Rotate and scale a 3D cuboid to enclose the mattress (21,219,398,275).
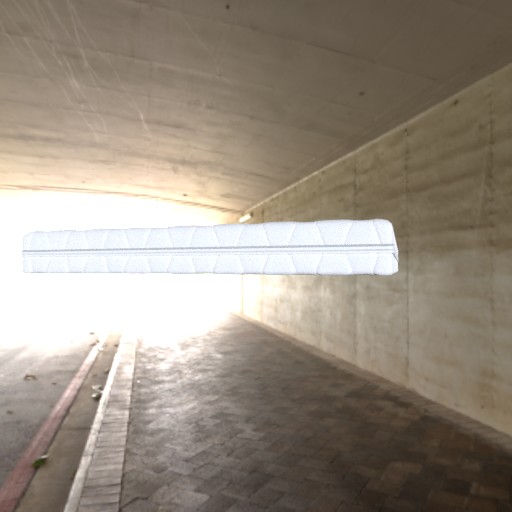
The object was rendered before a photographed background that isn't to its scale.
[{"bbox_3d":[0.000,0.000,2.633,1.600,0.200,1.900,-1,-2,18],"label":"mattress"}]
